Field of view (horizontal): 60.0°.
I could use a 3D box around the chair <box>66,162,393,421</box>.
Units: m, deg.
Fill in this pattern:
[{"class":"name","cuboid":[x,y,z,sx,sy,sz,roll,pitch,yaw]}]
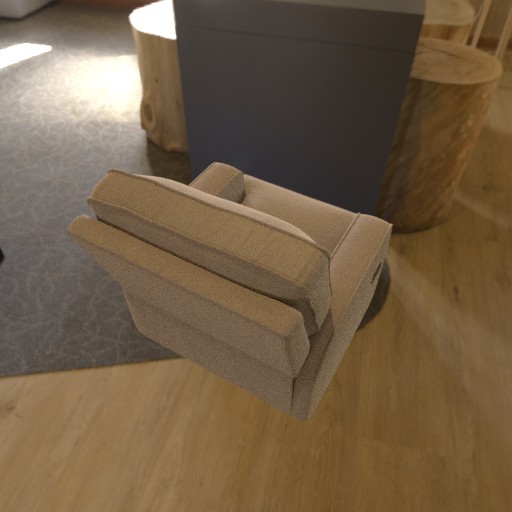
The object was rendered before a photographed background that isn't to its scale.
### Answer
[{"class":"chair","cuboid":[0.000,0.000,1.718,0.861,0.964,0.969,23,51,20]}]
